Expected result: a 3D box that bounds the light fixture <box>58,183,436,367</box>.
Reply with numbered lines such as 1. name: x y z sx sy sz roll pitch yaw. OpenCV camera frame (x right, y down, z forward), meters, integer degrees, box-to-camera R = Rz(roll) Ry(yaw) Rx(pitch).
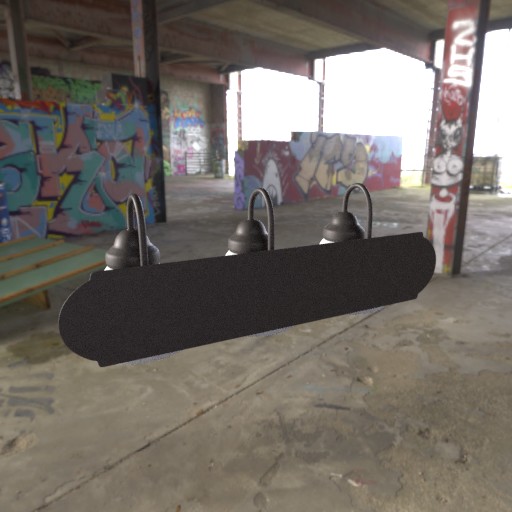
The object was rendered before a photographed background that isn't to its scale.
1. light fixture: 0.000 0.000 0.718 0.610 0.222 0.199 -7 16 -27
